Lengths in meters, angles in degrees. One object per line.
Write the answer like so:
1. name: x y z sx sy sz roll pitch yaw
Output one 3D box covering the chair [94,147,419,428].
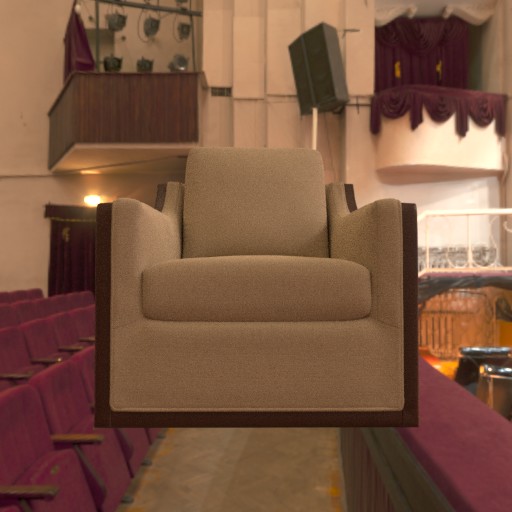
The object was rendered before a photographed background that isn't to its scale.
1. chair: 0.000 0.000 1.605 0.870 0.930 0.950 0 -1 0
